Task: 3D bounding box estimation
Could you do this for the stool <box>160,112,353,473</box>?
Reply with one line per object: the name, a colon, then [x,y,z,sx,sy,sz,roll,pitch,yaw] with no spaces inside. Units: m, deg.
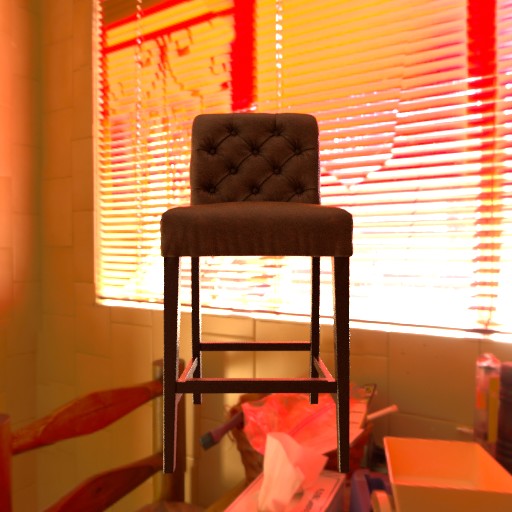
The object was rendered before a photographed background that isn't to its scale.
stool: [0.000,0.000,1.418,0.486,1.084,0.660,0,0,0]
